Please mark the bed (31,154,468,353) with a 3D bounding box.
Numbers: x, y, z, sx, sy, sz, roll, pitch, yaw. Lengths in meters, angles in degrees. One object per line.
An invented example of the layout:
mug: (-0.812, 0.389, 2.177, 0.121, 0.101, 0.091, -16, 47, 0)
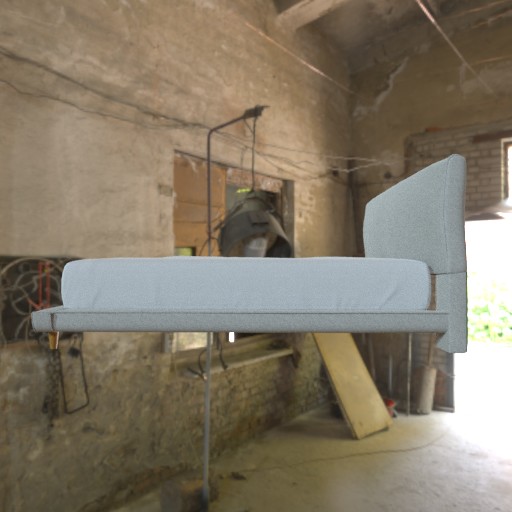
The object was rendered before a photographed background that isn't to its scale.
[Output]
bed: (0.000, 0.000, 3.457, 2.498, 1.126, 1.980, 0, -1, 1)
